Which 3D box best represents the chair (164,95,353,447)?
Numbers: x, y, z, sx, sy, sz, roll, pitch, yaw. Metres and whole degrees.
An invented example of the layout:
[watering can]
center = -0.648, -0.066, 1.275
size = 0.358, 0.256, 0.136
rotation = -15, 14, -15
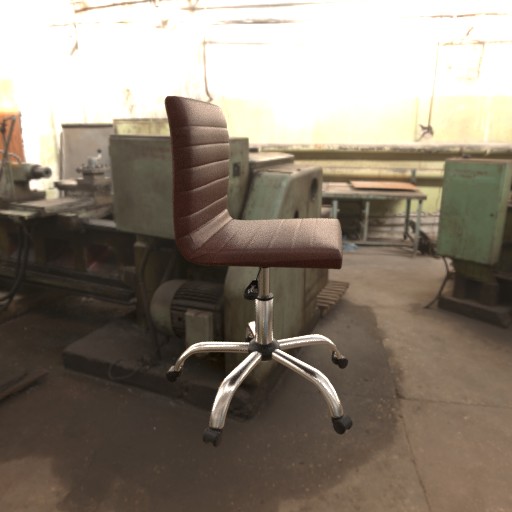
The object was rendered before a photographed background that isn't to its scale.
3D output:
[chair]
center = 0.000, 0.000, 1.169
size = 0.530, 0.780, 0.556
rotation = 3, 16, 9
